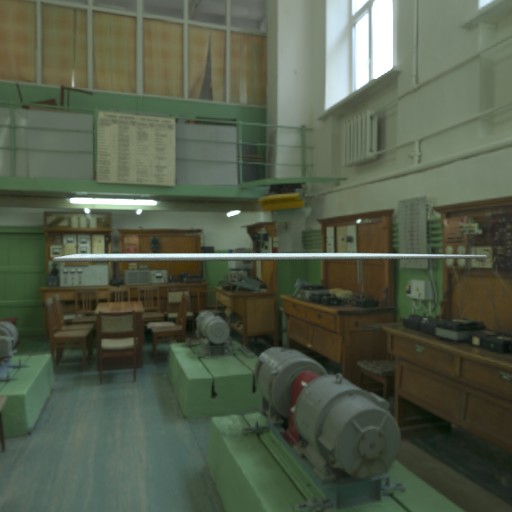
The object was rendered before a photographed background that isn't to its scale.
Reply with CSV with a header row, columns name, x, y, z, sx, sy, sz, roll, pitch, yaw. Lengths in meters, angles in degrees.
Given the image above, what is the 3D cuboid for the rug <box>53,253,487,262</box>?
name,x,y,z,sx,sy,sz,roll,pitch,yaw
rug,0.000,0.000,2.317,1.828,0.015,1.222,0,1,-19
